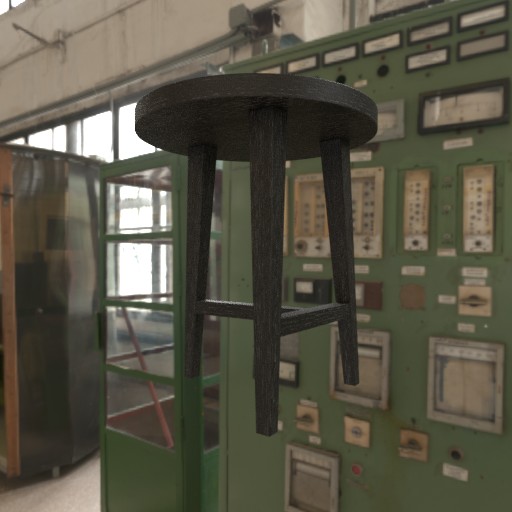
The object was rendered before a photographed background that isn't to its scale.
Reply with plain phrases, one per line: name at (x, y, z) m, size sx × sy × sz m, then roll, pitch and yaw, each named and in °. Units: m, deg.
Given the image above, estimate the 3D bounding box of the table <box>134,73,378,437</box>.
table at (0.000, 0.000, 0.754) m, size 0.399 × 0.460 × 0.399 m, roll 0°, pitch 0°, yaw 0°
